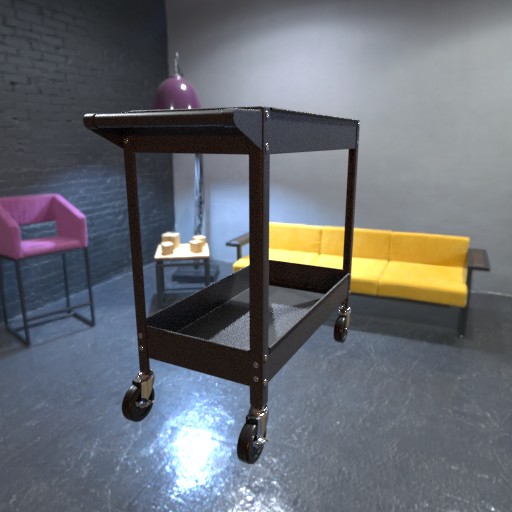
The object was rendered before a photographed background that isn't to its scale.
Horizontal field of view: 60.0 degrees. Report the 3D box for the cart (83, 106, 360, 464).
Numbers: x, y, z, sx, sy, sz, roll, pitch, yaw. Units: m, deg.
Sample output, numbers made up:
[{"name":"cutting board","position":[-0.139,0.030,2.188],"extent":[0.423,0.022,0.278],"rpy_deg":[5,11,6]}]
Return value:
[{"name":"cart","position":[0.000,0.000,1.189],"extent":[0.366,0.719,0.779],"rpy_deg":[7,16,26]}]
